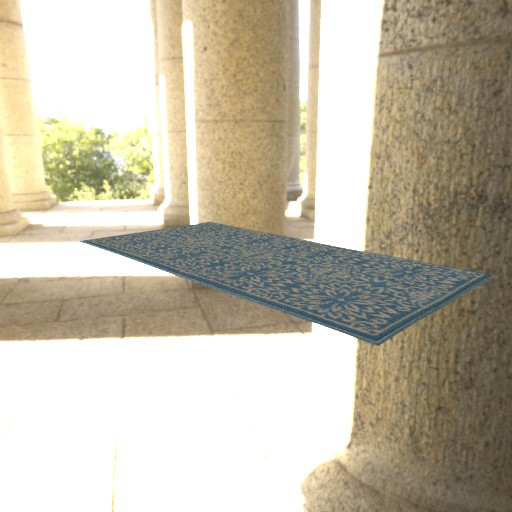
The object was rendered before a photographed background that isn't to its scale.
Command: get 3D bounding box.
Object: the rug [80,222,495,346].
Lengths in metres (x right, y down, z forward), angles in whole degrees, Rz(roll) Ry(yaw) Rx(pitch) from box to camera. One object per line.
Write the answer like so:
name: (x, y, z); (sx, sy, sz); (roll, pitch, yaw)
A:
rug: (0.000, 0.000, 1.404); (0.604, 0.007, 1.219); (-13, 19, -43)
